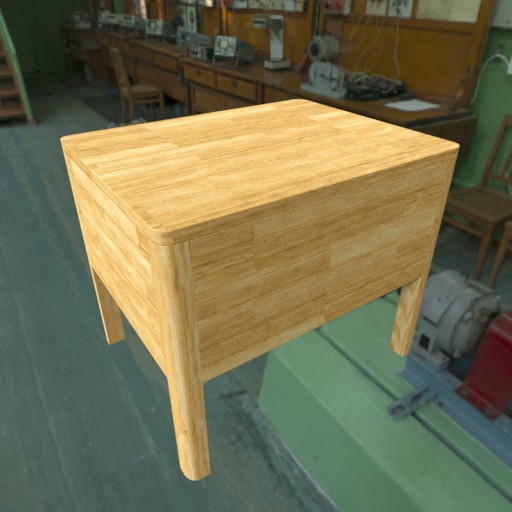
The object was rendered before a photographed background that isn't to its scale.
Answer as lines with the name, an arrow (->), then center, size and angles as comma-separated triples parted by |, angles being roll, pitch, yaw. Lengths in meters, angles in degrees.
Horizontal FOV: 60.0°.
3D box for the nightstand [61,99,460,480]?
nightstand -> 0.000, 0.000, 0.896 | 0.560, 0.470, 0.440 | -20, 37, -29
